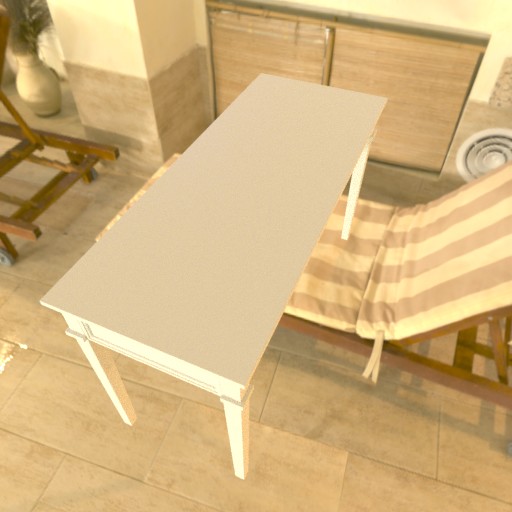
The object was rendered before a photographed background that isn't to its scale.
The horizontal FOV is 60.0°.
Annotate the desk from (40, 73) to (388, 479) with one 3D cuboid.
[{"bbox_3d":[0.000,0.000,1.724,0.559,0.774,1.372,18,49,16],"label":"desk"}]
